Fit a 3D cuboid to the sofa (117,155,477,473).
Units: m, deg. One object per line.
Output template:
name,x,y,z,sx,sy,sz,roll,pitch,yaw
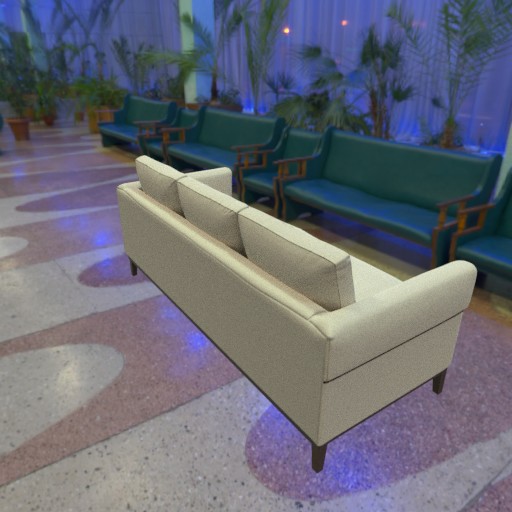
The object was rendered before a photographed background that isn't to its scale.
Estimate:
sofa,0.000,0.000,2.619,0.902,0.911,2.198,-16,30,-31
